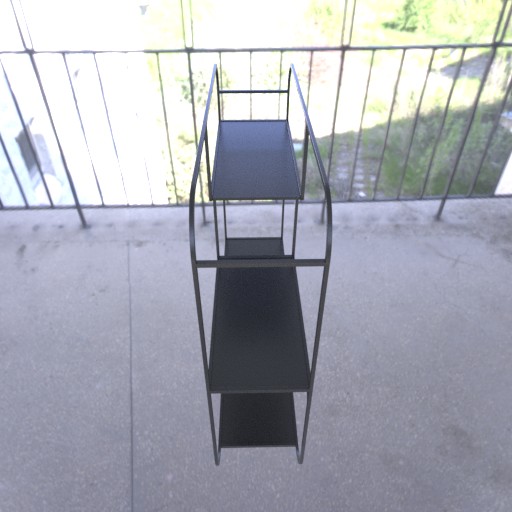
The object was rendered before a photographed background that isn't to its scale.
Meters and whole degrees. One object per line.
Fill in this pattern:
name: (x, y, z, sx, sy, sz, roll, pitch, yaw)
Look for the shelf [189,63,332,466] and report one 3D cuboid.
shelf: (0.000, 0.000, 0.888, 0.160, 0.600, 0.600, -1, 39, -1)
